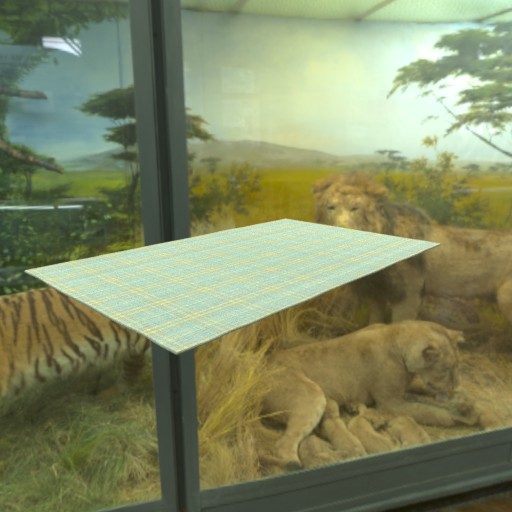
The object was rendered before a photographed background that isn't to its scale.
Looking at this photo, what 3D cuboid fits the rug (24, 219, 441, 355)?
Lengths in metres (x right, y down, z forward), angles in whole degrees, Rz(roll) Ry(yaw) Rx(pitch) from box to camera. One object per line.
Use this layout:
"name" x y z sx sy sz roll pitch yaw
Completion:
"rug" 0.000 0.000 3.021 1.545 0.016 2.460 14 20 42
